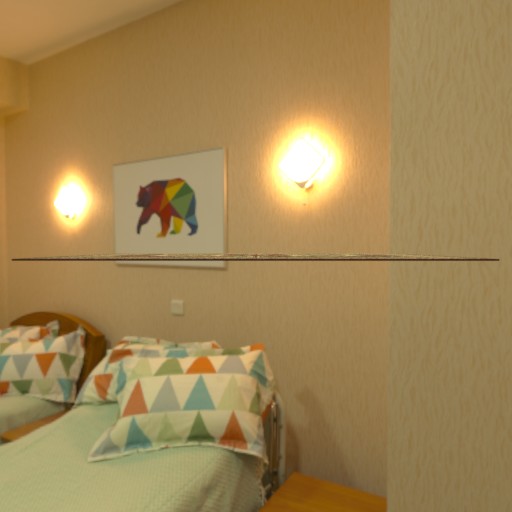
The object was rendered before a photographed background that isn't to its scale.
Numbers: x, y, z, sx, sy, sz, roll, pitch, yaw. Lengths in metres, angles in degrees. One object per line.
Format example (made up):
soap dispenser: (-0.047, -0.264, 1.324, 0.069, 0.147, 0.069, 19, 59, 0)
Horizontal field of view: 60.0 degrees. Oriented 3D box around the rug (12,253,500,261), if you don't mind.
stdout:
rug: (0.000, 0.000, 4.094, 3.197, 0.013, 2.381, 0, 1, 0)
